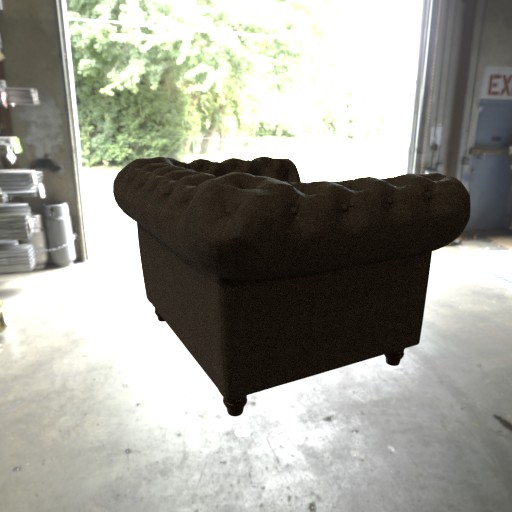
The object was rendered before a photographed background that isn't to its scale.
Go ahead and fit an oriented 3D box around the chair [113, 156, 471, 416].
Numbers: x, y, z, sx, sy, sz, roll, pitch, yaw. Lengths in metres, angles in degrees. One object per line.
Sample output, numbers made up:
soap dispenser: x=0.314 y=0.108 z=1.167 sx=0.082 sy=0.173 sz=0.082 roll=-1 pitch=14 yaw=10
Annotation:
chair: x=0.000 y=0.000 z=1.848 sx=0.945 sy=0.780 sz=1.298 roll=-8 pitch=18 yaw=-26
